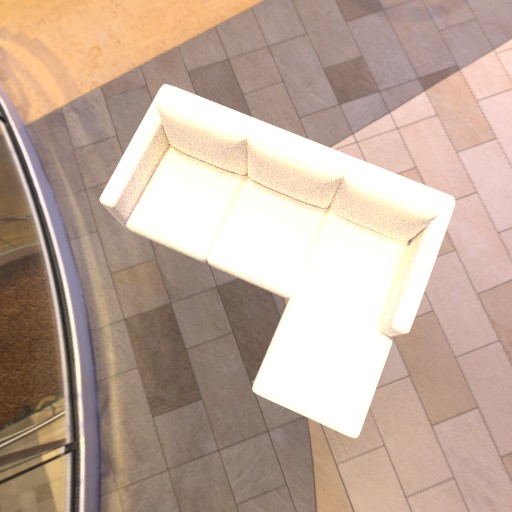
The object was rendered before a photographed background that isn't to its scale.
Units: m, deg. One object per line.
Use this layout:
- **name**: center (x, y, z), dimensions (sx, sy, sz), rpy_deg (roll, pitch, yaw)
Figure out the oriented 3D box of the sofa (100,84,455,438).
- **sofa**: center (0.000, 0.000, 2.873), dimensions (2.029, 0.899, 1.580), rpy_deg (23, 77, 5)
